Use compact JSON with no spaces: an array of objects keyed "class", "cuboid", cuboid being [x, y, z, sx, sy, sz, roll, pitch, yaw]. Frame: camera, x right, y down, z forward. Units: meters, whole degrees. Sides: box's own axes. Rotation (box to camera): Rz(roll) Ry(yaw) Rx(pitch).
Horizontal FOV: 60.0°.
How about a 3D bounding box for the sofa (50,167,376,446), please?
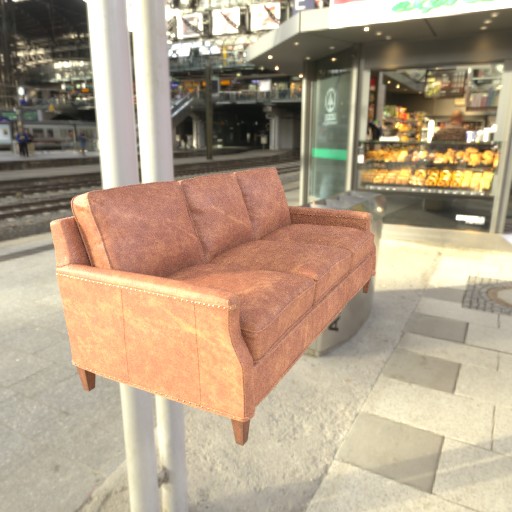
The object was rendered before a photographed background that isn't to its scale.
[{"class":"sofa","cuboid":[0.000,0.000,2.841,1.084,1.003,2.246,8,17,26]}]
